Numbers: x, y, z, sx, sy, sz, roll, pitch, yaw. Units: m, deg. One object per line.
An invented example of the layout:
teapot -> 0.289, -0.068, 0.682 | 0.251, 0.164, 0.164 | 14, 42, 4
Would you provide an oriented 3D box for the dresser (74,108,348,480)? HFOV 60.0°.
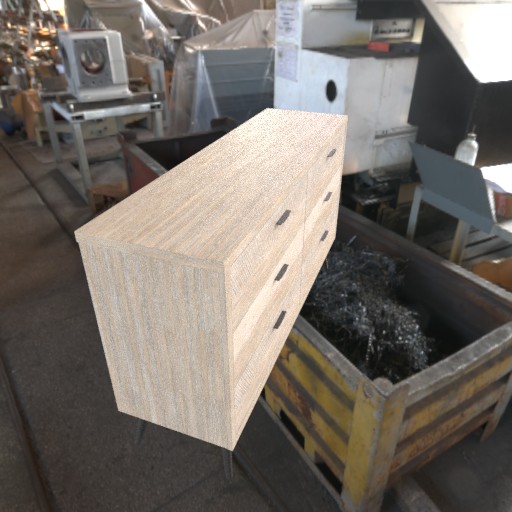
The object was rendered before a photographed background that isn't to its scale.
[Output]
dresser -> 0.000, 0.000, 1.962 | 0.457, 0.914, 1.524 | 11, 33, 18
